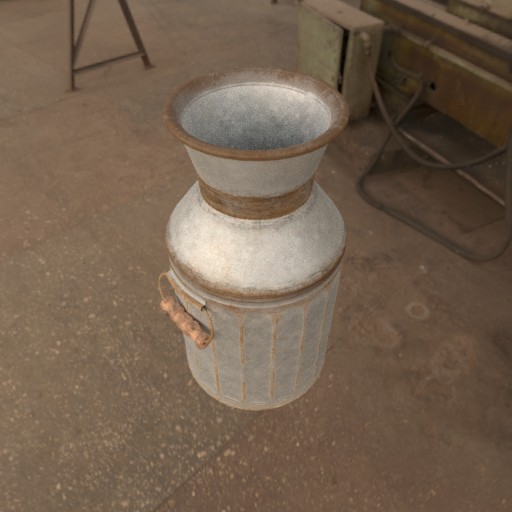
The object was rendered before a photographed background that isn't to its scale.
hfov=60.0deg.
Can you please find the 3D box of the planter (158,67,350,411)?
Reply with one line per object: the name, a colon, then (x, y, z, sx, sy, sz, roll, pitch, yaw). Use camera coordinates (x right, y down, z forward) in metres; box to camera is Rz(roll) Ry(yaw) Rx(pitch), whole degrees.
planter: (0.000, 0.000, 0.547, 0.245, 0.396, 0.214, -32, 53, -28)
